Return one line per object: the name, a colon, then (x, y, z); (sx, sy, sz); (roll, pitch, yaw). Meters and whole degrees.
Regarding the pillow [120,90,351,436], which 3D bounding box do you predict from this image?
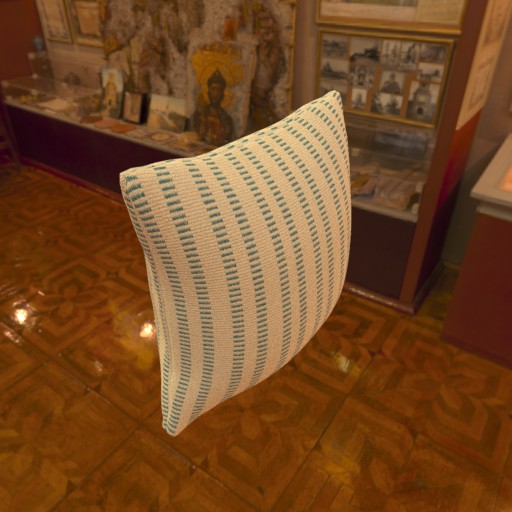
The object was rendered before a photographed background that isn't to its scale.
pillow: (0.000, 0.000, 0.689); (0.247, 0.419, 0.438); (23, 40, 31)
